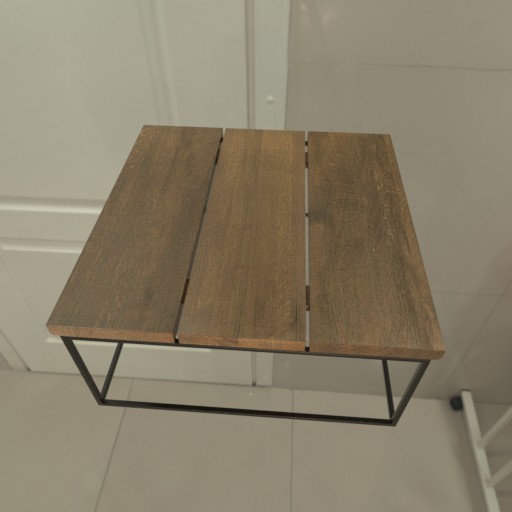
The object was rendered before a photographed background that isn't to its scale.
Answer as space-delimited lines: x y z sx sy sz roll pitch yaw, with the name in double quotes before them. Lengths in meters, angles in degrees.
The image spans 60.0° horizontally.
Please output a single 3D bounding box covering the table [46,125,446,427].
"table" 0.000 0.000 1.447 0.900 0.400 0.900 3 46 3
